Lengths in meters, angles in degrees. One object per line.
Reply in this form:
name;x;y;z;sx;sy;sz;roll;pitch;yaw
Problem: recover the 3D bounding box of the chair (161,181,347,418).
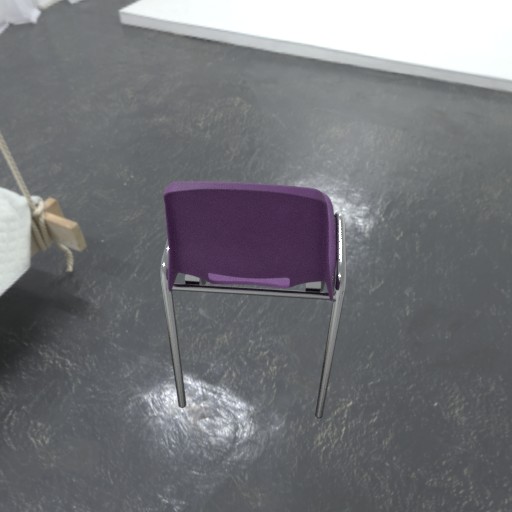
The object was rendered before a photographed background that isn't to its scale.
chair;0.000;0.000;0.966;0.381;0.704;0.432;3;46;3
